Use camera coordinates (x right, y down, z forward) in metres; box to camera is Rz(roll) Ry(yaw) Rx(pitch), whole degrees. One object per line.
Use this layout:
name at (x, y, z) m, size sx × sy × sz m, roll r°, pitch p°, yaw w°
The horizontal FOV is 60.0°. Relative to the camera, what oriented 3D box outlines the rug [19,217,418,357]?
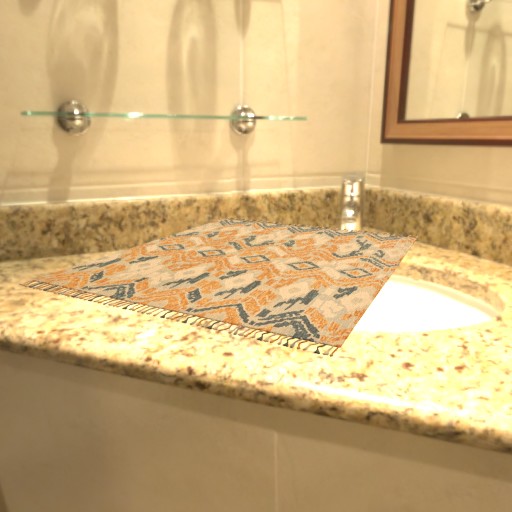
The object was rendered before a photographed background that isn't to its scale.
rug at (0.000, 0.000, 4.081) m, size 2.439 × 0.010 × 3.048 m, roll 8°, pitch 17°, yaw 26°
